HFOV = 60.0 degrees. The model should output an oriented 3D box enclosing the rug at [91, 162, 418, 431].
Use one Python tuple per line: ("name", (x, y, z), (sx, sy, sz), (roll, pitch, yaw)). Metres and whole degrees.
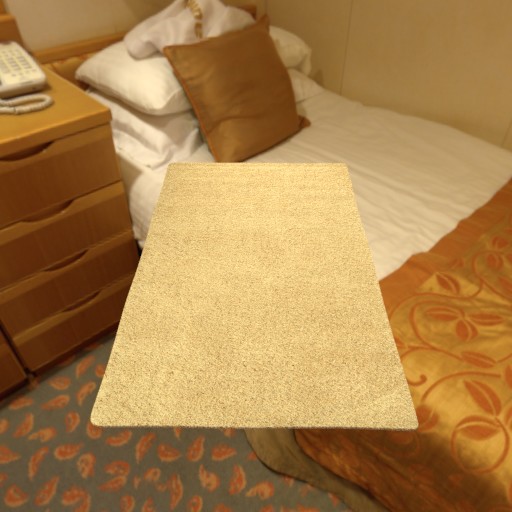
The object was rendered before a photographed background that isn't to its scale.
("rug", (0.000, 0.000, 2.880), (1.500, 0.025, 2.349), (0, 42, 0))
